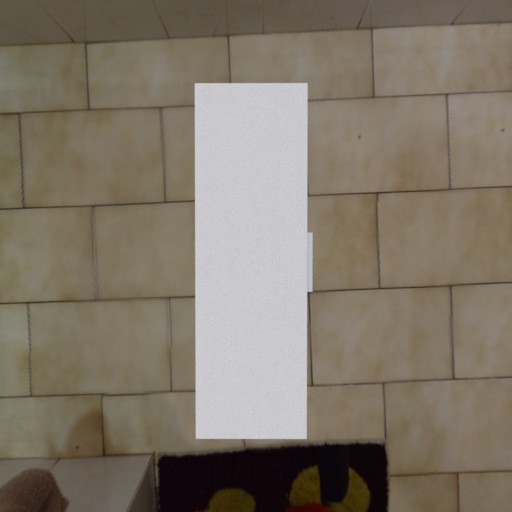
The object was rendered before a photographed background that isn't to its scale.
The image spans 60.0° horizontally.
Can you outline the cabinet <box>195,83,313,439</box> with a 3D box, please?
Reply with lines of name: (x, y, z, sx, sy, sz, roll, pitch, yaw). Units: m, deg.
cabinet: (0.000, 0.000, 1.573, 0.250, 1.280, 0.750, 0, 91, 0)
